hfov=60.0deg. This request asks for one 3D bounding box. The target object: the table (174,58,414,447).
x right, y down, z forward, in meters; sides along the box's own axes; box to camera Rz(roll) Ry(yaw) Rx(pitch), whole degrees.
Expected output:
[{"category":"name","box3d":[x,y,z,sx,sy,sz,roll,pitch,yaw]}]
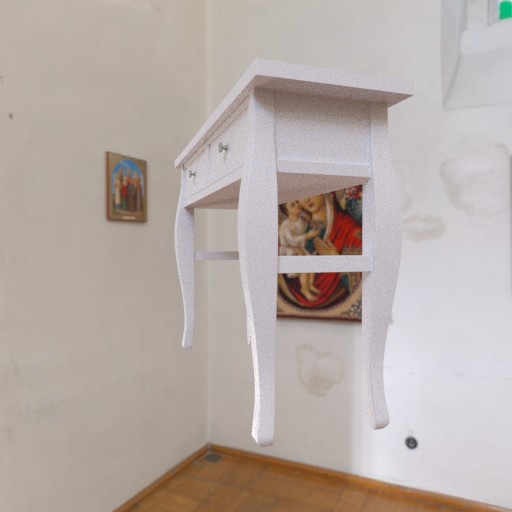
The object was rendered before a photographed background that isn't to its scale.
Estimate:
[{"category":"table","box3d":[0.000,0.000,1.401,0.373,0.768,1.062,0,1,-19]}]
